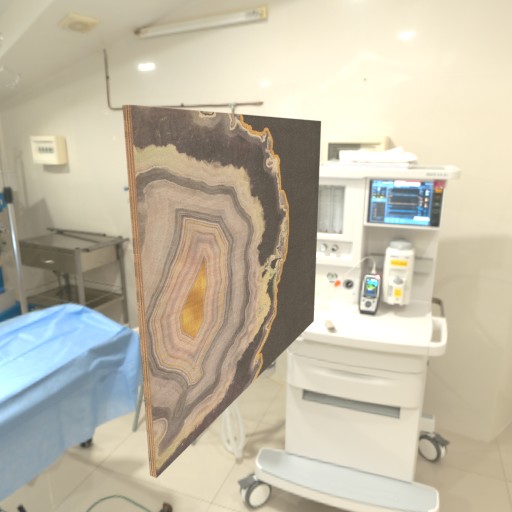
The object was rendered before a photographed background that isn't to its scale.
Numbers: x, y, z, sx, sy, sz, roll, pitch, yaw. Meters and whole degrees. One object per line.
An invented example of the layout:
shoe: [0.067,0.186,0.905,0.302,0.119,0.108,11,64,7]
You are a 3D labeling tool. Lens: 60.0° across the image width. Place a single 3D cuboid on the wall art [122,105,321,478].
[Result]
wall art: [0.000,0.000,0.676,0.010,0.408,0.508,8,17,27]
